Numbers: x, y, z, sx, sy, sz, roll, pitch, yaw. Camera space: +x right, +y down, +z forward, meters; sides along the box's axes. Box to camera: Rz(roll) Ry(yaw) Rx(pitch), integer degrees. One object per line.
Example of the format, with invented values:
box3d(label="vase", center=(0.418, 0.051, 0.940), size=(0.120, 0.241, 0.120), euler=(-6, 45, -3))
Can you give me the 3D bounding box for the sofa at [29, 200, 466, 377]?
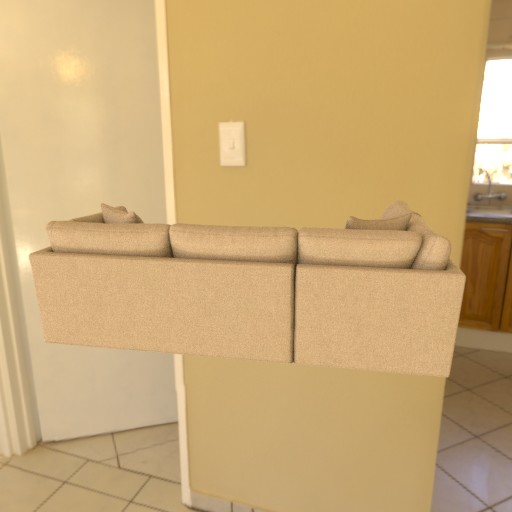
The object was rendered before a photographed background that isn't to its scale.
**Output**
box3d(label="sofa", center=(0.000, 0.000, 3.855), size=(2.896, 0.978, 1.994), euler=(3, 15, 10))
